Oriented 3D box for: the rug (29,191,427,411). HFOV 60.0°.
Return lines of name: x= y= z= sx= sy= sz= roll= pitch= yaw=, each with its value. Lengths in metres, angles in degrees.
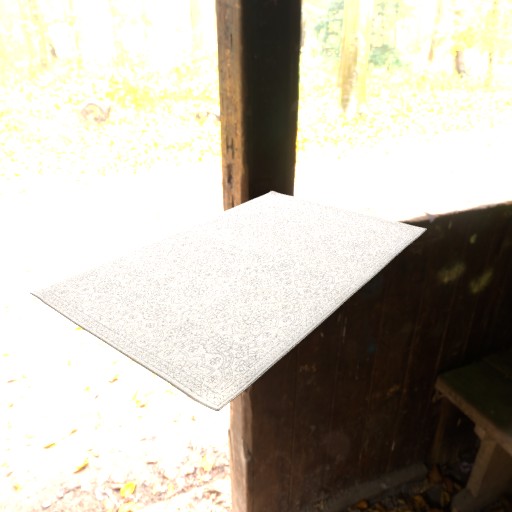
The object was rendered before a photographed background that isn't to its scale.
rug: x=0.000 y=0.000 z=2.437 sx=1.214 sy=0.023 sz=1.947 roll=19 pitch=32 yaw=34
